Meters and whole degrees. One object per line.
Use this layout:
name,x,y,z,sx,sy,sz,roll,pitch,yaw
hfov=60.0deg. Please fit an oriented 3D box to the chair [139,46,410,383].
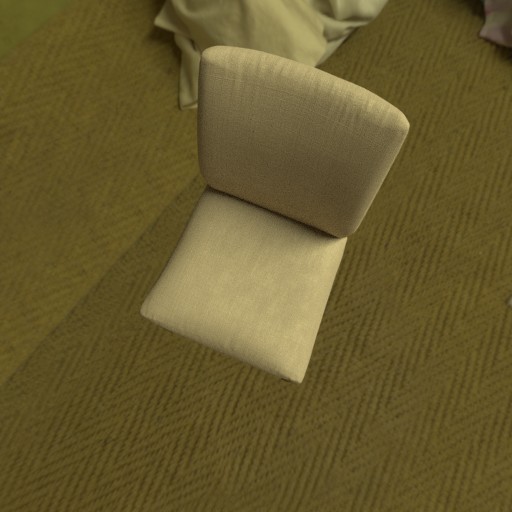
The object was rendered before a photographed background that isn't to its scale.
chair,0.000,0.000,1.245,0.496,0.940,0.585,22,78,5
